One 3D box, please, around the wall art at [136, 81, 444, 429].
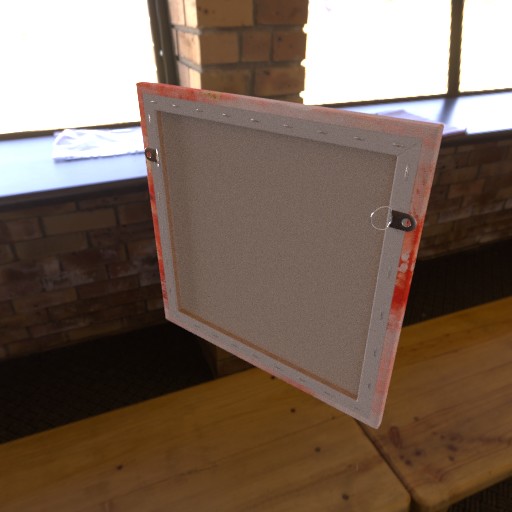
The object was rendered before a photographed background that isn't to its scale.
[{"bbox_3d":[0.000,0.000,1.298,0.878,0.878,0.066,20,36,31],"label":"wall art"}]
